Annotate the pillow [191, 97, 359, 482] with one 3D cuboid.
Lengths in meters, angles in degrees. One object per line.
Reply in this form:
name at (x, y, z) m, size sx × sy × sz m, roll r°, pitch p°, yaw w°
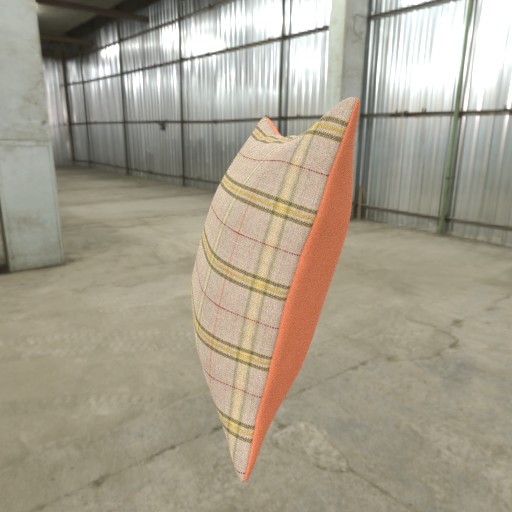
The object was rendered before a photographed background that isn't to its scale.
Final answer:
pillow at (0.000, 0.000, 0.683) m, size 0.200 × 0.430 × 0.453 m, roll -3°, pitch 15°, yaw -10°
